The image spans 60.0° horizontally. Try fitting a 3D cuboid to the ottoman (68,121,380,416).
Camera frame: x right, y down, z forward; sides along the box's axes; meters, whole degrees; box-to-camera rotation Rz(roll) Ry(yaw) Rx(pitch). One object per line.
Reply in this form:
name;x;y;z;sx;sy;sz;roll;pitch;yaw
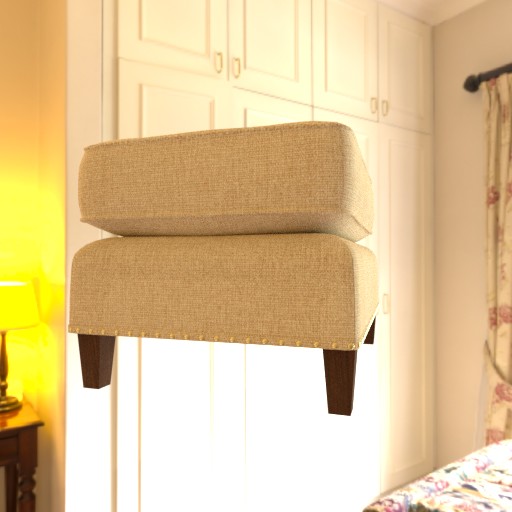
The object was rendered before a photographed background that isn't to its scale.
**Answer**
ottoman;0.000;0.000;1.146;0.589;0.537;0.738;0;-1;18
